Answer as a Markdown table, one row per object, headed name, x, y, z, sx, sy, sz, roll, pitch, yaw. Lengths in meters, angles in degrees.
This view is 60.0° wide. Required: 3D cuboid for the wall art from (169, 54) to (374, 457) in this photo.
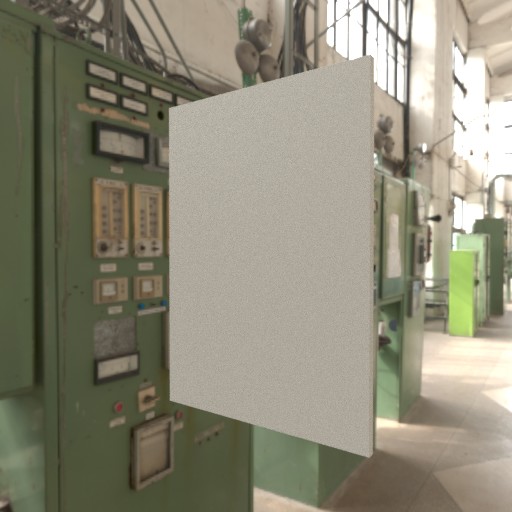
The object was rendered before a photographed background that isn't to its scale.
| name | x | y | z | sx | sy | sz | roll | pitch | yaw |
| --- | --- | --- | --- | --- | --- | --- | --- | --- | --- |
| wall art | 0.000 | 0.000 | 0.702 | 0.381 | 0.533 | 0.013 | 1 | 1 | 36 |
